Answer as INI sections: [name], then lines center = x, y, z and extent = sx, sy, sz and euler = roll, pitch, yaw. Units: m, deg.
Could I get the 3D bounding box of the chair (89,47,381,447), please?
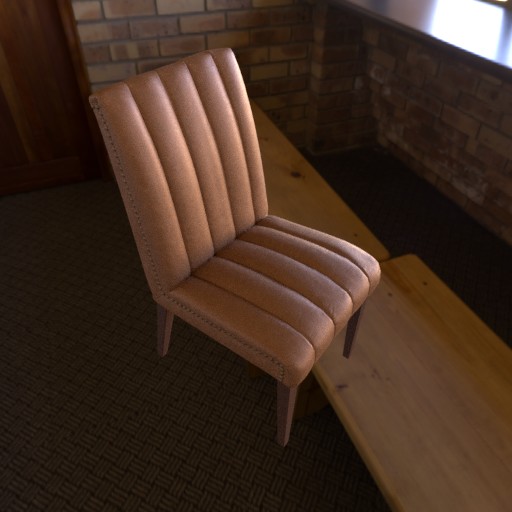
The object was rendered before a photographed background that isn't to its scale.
[chair]
center = 0.000, 0.000, 1.356
extent = 0.647, 1.016, 0.511
euler = 26, 47, 27
